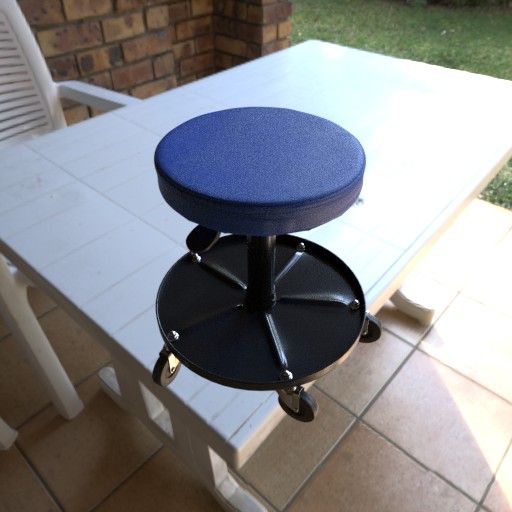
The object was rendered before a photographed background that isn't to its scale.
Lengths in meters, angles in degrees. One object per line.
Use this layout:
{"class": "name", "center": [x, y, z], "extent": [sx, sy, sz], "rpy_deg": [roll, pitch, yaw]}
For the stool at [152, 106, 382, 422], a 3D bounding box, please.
{"class": "stool", "center": [0.000, 0.000, 0.683], "extent": [0.381, 0.365, 0.382], "rpy_deg": [25, 46, 27]}
